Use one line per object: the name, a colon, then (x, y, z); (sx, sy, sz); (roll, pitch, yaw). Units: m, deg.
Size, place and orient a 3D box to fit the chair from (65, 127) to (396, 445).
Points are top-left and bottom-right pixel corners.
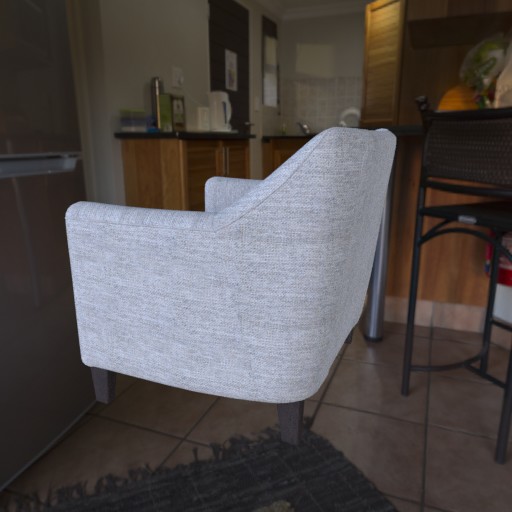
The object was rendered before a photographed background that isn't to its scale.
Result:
chair: (0.000, 0.000, 1.375); (0.758, 0.761, 0.796); (7, 17, 23)
